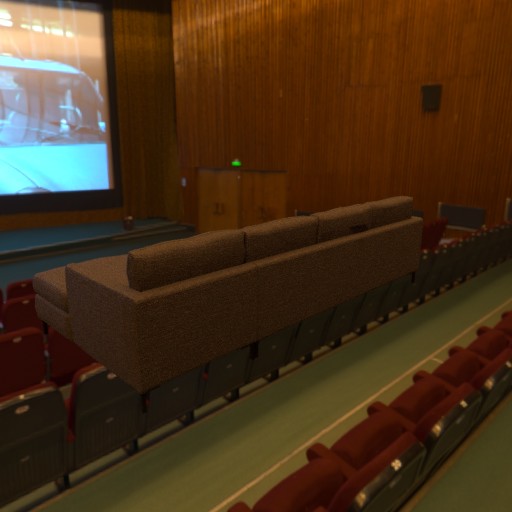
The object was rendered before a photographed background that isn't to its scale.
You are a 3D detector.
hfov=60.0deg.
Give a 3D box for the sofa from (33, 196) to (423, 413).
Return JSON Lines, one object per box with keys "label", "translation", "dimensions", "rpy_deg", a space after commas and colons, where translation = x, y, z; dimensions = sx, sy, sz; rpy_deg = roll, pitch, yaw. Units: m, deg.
{"label": "sofa", "translation": [0.000, 0.000, 3.829], "dimensions": [3.221, 0.892, 1.483], "rpy_deg": [-15, 21, -42]}
